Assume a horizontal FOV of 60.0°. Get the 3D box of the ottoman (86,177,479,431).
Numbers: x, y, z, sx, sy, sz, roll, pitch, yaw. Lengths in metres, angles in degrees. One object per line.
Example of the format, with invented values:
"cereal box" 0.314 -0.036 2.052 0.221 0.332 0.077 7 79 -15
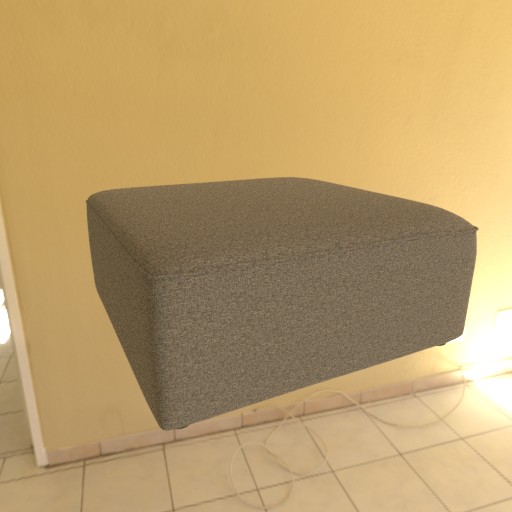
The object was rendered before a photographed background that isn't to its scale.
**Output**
"ottoman" 0.000 0.000 1.571 1.005 0.464 1.015 -9 20 -26
